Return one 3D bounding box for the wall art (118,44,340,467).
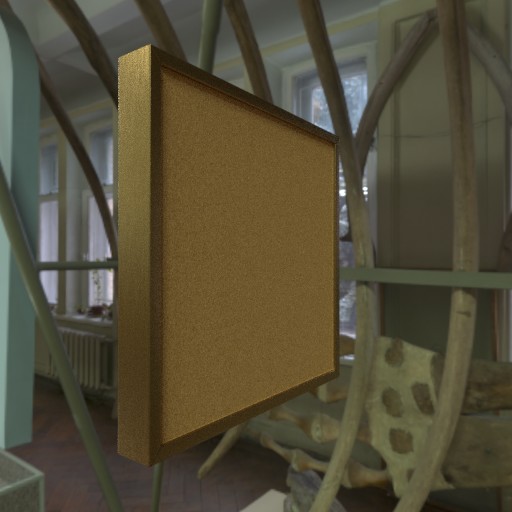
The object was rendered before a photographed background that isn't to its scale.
[{"bbox_3d":[0.000,0.000,0.451,0.037,0.305,0.305,0,0,37],"label":"wall art"}]
